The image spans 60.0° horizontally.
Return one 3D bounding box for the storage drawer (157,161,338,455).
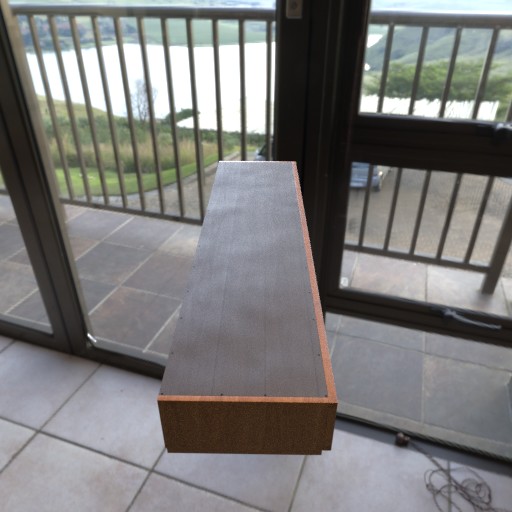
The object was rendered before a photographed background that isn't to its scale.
[{"bbox_3d":[0.000,0.000,2.203,0.538,0.264,2.032,1,31,1],"label":"storage drawer"}]
